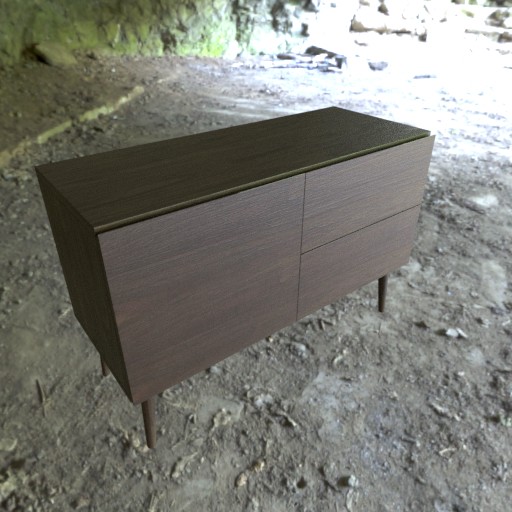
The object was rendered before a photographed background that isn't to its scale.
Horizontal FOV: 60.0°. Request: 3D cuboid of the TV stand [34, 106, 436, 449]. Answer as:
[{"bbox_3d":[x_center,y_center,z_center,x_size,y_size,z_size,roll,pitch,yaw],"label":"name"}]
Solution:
[{"bbox_3d":[0.000,0.000,1.321,0.990,0.660,0.405,-22,37,-31],"label":"TV stand"}]
